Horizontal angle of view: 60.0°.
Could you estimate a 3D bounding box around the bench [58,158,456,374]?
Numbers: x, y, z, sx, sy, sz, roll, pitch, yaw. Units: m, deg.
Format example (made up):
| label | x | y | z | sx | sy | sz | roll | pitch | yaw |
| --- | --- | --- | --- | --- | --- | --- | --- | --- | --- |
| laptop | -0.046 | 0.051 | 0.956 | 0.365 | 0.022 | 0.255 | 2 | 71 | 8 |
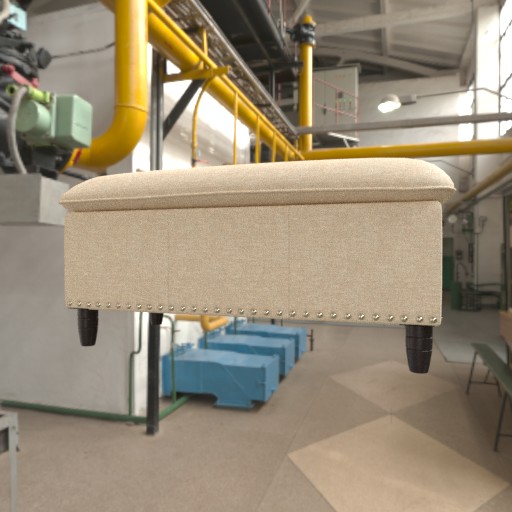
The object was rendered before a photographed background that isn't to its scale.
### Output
| label | x | y | z | sx | sy | sz | roll | pitch | yaw |
| --- | --- | --- | --- | --- | --- | --- | --- | --- | --- |
| bench | 0.000 | 0.000 | 1.239 | 0.991 | 0.483 | 0.483 | 0 | 1 | 18 |
